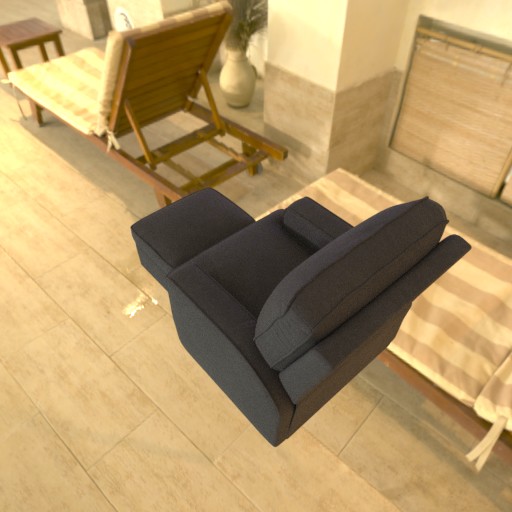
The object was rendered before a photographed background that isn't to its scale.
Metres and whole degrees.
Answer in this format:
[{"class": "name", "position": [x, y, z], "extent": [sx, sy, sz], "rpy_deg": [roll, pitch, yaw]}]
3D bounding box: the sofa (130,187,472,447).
[{"class": "sofa", "position": [0.000, 0.000, 2.031], "extent": [0.861, 0.959, 1.472], "rpy_deg": [-32, 53, -28]}]
